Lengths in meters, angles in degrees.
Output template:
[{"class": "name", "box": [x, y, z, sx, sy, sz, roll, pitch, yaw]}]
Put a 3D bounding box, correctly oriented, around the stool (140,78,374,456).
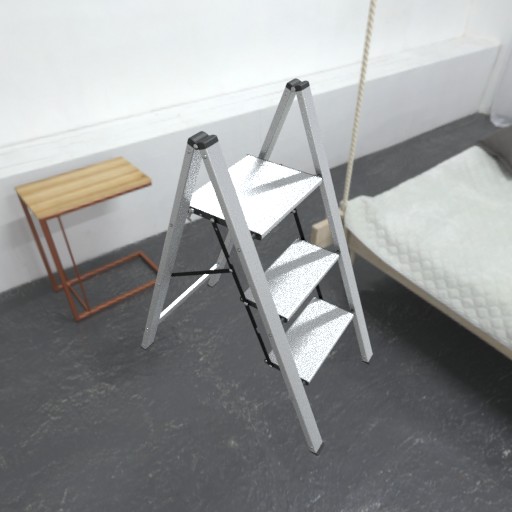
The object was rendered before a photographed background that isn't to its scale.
[{"class": "stool", "box": [0.000, 0.000, 1.311, 0.730, 0.902, 0.441, 23, 45, 25]}]
